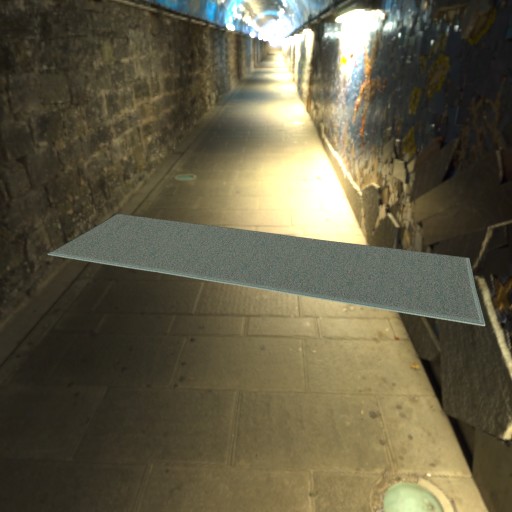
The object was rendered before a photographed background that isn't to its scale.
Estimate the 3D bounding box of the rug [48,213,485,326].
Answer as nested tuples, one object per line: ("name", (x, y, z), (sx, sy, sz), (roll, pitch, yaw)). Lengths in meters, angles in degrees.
("rug", (0.000, 0.000, 2.408), (2.196, 0.011, 0.662), (8, 27, 16))
